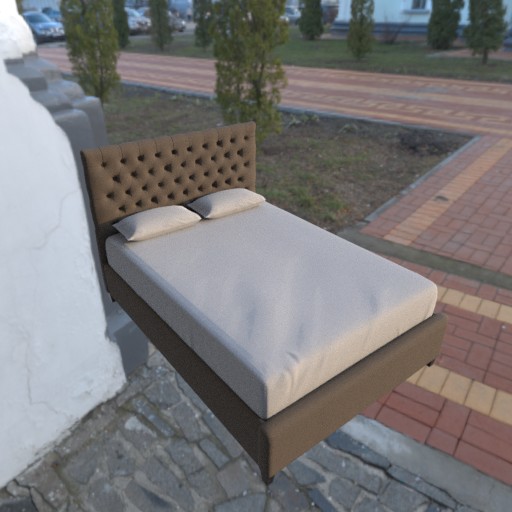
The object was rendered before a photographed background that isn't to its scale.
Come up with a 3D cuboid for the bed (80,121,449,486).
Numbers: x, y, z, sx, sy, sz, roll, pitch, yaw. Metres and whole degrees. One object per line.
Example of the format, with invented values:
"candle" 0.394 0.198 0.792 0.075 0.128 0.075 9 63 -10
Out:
"bed" 0.000 0.000 3.412 1.698 1.427 2.387 -20 35 -32
